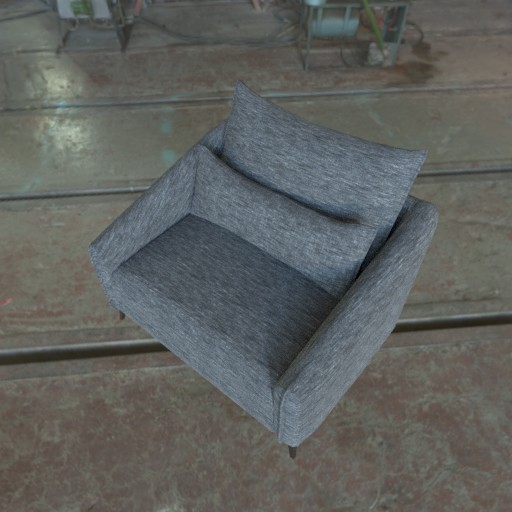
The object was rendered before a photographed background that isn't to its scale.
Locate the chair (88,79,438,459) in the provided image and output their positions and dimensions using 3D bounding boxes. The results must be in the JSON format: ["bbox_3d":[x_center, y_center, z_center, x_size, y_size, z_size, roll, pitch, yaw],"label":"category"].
[{"bbox_3d":[0.000,0.000,1.617,1.004,0.842,0.805,31,54,26],"label":"chair"}]
